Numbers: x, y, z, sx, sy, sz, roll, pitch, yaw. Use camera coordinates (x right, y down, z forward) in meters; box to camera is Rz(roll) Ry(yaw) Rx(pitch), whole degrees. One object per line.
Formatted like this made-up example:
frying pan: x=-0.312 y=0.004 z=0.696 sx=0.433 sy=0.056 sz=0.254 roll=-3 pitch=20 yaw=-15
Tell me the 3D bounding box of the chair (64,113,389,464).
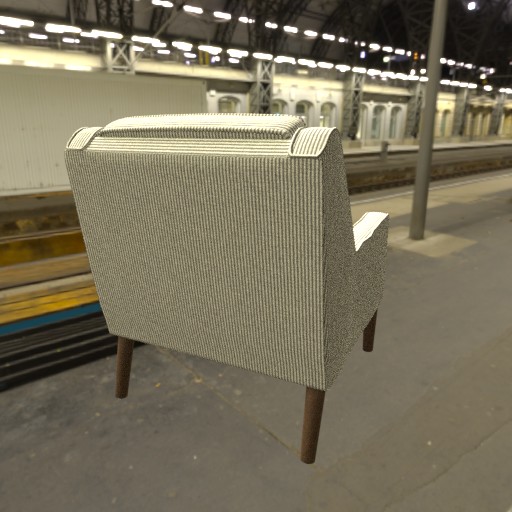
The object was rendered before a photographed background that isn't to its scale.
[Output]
chair: x=0.000 y=0.000 z=1.315 sx=0.663 sy=0.792 sz=0.743 roll=8 pitch=18 yaw=26
